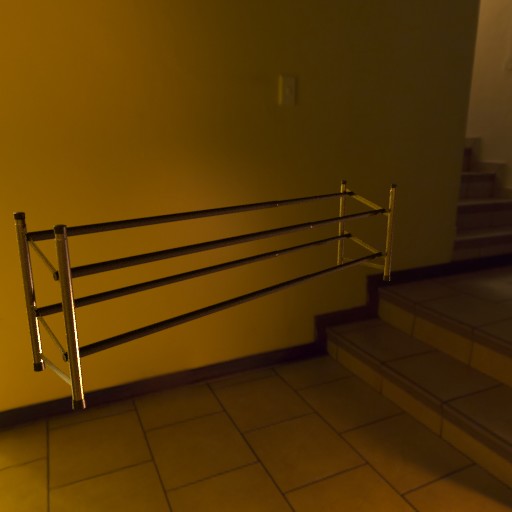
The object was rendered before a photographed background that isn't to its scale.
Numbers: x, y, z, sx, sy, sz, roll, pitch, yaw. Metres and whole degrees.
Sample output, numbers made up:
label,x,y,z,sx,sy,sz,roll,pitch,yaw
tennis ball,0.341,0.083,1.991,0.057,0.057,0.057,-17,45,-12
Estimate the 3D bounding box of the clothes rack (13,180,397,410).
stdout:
label,x,y,z,sx,sy,sz,roll,pitch,yaw
clothes rack,0.000,0.000,1.257,1.168,0.349,0.229,-14,20,-43
